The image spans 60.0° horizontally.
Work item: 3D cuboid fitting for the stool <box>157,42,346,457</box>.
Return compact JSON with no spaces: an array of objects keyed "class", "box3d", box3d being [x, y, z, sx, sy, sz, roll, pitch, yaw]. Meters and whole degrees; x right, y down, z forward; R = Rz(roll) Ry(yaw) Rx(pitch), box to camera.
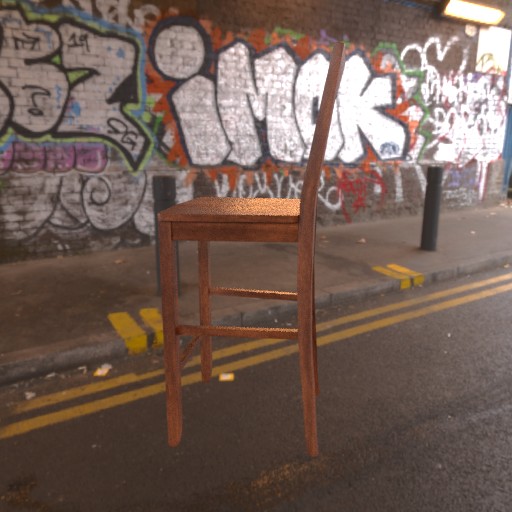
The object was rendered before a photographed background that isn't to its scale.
[{"class":"stool","box3d":[0.000,0.000,1.358,0.487,1.105,0.433,2,14,8]}]
